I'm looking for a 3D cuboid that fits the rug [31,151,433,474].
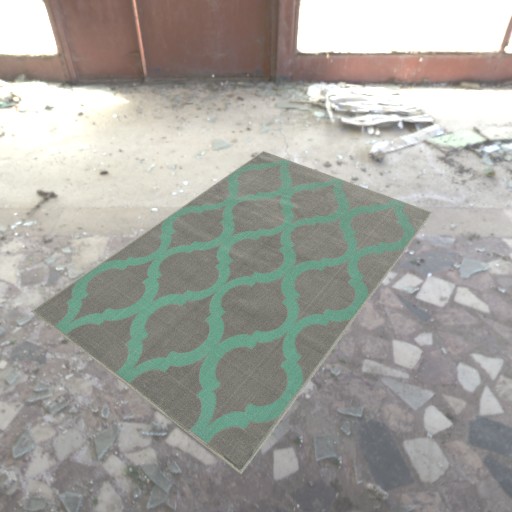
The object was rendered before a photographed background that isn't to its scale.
[{"bbox_3d":[0.000,0.000,2.890,1.524,0.006,2.286,26,48,26],"label":"rug"}]
